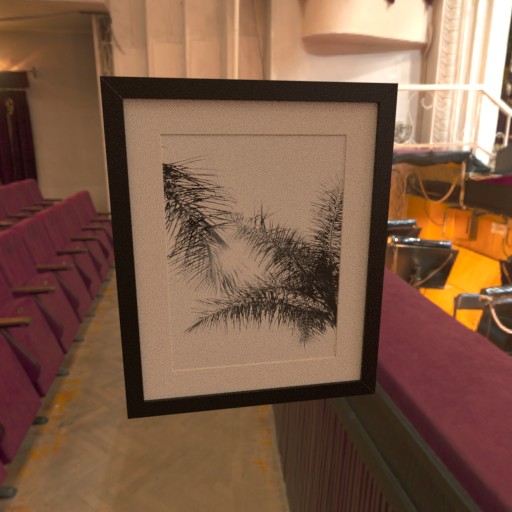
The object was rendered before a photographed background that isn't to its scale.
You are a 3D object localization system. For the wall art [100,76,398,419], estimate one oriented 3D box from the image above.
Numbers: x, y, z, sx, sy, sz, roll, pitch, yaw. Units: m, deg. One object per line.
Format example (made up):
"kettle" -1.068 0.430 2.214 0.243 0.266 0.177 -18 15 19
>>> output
"wall art" 0.000 0.000 0.752 0.457 0.557 0.028 -3 15 -10
